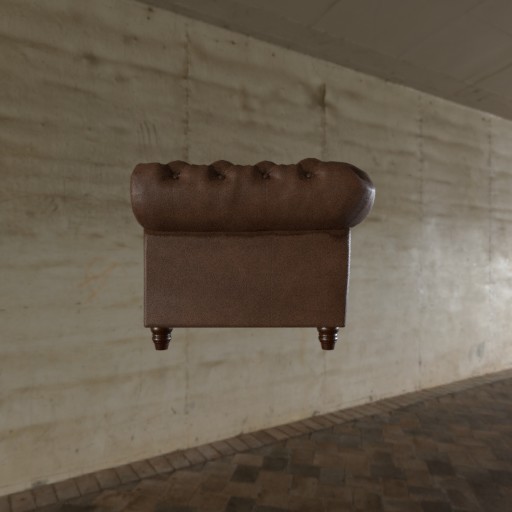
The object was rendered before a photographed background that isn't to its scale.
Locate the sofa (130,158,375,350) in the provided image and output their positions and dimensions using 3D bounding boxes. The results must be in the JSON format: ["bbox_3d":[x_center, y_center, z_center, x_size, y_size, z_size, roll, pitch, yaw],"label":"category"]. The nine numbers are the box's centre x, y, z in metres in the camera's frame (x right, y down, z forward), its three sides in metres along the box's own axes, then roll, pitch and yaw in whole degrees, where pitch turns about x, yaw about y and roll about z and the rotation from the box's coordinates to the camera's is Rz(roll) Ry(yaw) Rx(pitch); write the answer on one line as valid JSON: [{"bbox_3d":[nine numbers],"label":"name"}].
[{"bbox_3d":[0.000,0.000,2.798,0.944,0.783,2.385,0,0,0],"label":"sofa"}]
